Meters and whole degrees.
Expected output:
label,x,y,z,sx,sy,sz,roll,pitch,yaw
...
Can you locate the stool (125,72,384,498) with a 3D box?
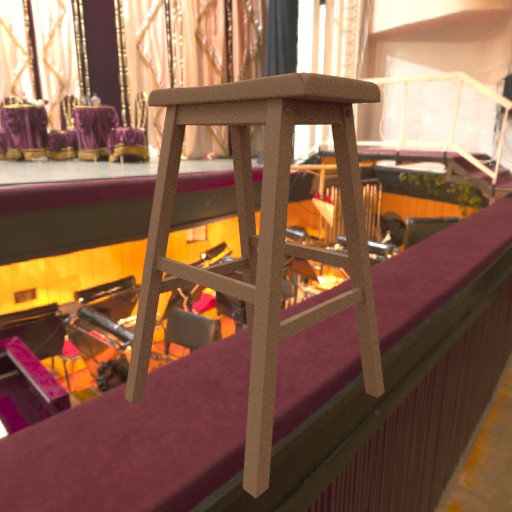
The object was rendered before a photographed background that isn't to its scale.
label,x,y,z,sx,sy,sz,roll,pitch,yaw
stool,0.000,0.000,1.026,0.457,0.737,0.476,14,21,42
